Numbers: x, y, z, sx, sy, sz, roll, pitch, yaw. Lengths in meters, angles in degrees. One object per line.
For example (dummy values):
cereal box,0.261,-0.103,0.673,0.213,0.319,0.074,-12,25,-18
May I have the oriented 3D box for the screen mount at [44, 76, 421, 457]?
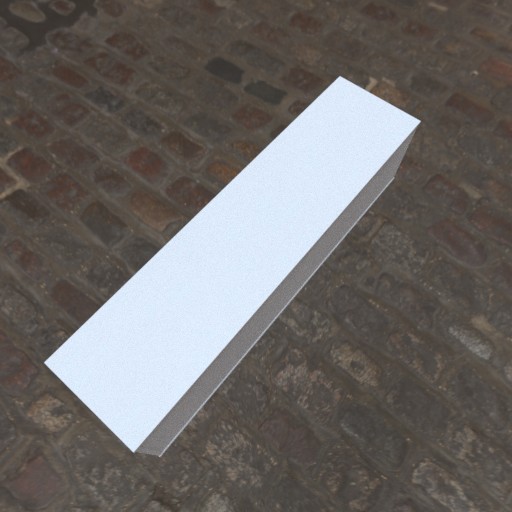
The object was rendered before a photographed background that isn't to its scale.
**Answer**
screen mount,0.000,0.000,1.824,0.418,0.520,1.600,37,69,16
